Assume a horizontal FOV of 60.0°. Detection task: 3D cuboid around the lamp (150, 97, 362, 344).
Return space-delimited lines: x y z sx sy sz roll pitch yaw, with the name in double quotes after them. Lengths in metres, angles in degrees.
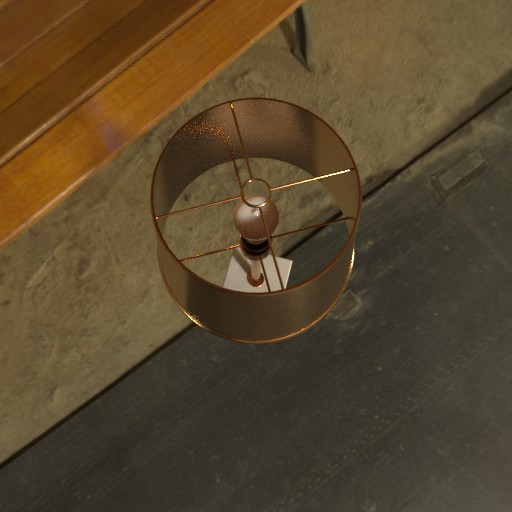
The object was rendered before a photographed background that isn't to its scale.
0.000 0.000 0.523 0.208 0.406 0.208 0 76 0 "lamp"
